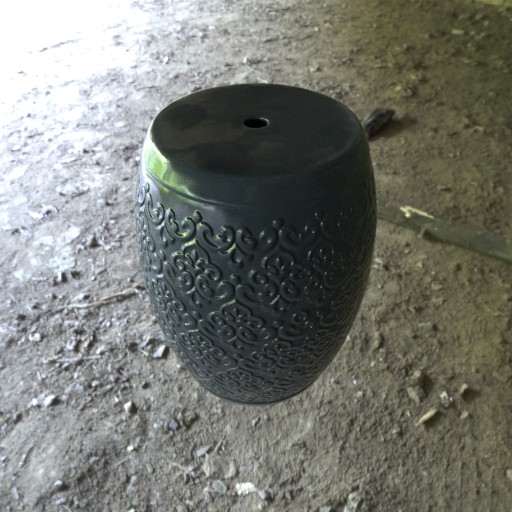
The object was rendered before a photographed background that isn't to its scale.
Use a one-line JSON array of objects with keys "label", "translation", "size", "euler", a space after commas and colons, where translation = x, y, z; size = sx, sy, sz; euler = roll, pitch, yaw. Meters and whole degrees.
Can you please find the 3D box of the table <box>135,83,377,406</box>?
[{"label": "table", "translation": [0.000, 0.000, 0.616], "size": [0.309, 0.397, 0.309], "euler": [0, 42, 0]}]
